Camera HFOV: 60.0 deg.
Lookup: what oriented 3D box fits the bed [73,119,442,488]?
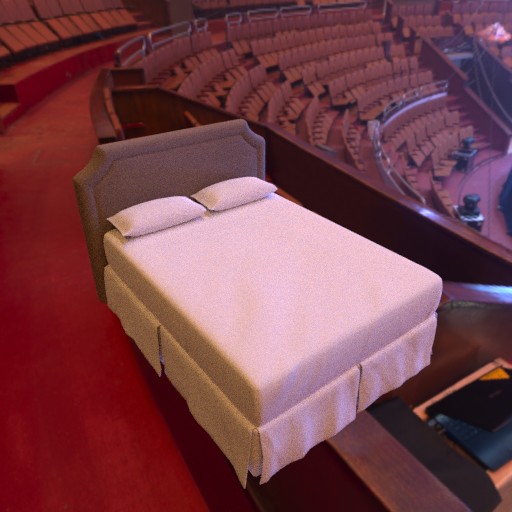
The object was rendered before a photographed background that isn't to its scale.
[{"bbox_3d":[0.000,0.000,3.077,1.693,1.290,2.116,-21,37,-31],"label":"bed"}]
